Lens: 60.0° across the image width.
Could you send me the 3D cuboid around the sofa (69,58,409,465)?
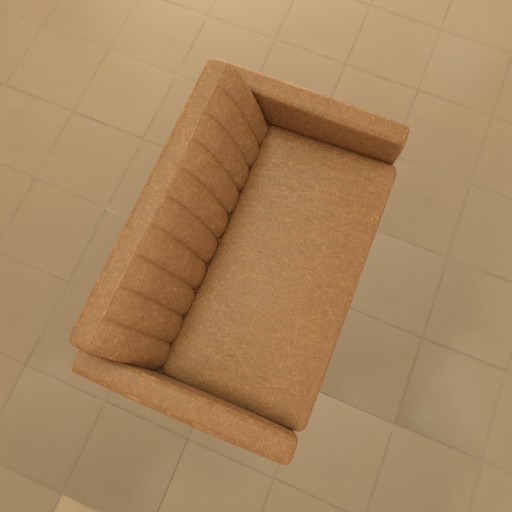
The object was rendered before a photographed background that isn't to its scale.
[{"bbox_3d":[0.000,0.000,2.085,0.960,0.820,1.549,22,77,5],"label":"sofa"}]
